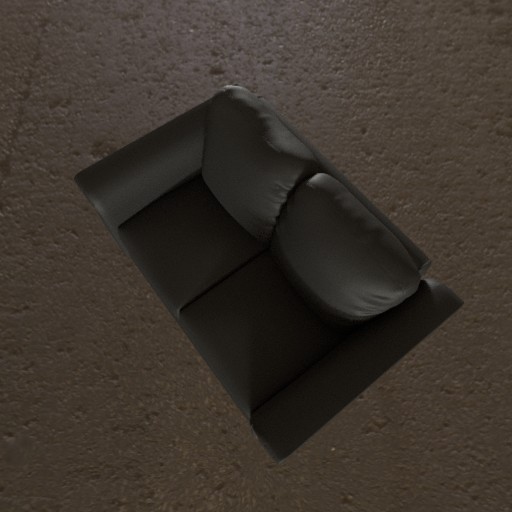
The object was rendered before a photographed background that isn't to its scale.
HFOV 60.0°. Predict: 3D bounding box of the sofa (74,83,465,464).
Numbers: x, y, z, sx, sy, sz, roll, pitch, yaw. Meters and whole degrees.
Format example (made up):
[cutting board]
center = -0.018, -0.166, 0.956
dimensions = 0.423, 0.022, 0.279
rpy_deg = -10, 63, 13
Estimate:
[sofa]
center = 0.000, 0.000, 1.912
dimensions = 0.887, 0.845, 1.386
rpy_deg = -35, 70, -15
